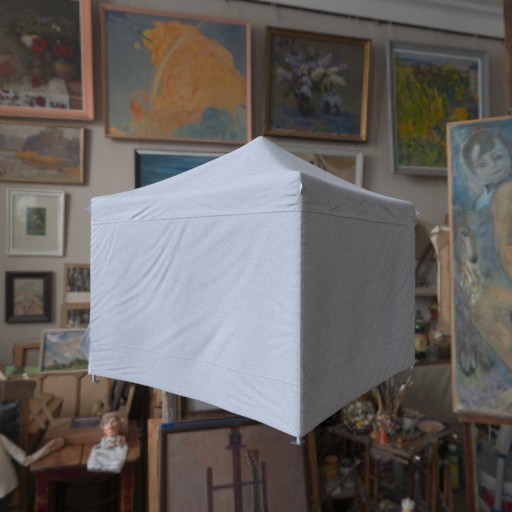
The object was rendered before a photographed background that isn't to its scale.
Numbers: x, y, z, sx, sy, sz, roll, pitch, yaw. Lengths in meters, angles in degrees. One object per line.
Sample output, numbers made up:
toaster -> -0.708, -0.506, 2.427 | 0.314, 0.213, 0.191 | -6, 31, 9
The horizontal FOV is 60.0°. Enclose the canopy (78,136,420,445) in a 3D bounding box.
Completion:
canopy -> 0.000, 0.000, 5.574 | 3.121, 2.997, 3.043 | 0, 1, 37
